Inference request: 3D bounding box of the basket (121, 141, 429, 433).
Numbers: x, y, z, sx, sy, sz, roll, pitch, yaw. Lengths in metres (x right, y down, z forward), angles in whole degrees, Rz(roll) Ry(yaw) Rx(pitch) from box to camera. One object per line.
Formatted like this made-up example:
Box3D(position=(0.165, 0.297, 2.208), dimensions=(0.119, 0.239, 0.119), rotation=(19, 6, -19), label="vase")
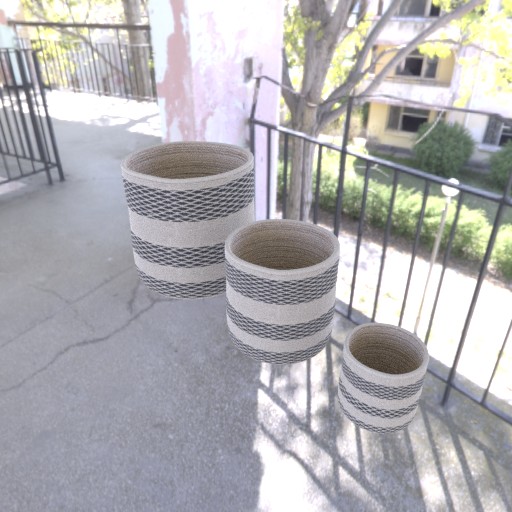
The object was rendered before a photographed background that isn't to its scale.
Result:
Box3D(position=(0.000, 0.000, 1.063), dimensions=(0.351, 0.356, 0.917), rotation=(-22, 36, -33), label="basket")
